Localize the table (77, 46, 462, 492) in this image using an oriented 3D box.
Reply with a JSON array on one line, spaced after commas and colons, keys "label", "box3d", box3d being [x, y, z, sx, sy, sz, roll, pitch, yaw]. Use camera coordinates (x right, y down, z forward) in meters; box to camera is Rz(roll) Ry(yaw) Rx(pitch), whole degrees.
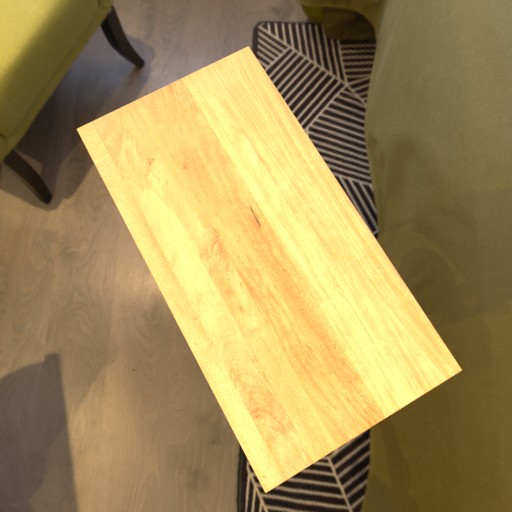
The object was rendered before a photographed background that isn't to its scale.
[{"label": "table", "box3d": [0.000, 0.000, 1.662, 0.699, 0.400, 1.348, -29, 78, -7]}]
